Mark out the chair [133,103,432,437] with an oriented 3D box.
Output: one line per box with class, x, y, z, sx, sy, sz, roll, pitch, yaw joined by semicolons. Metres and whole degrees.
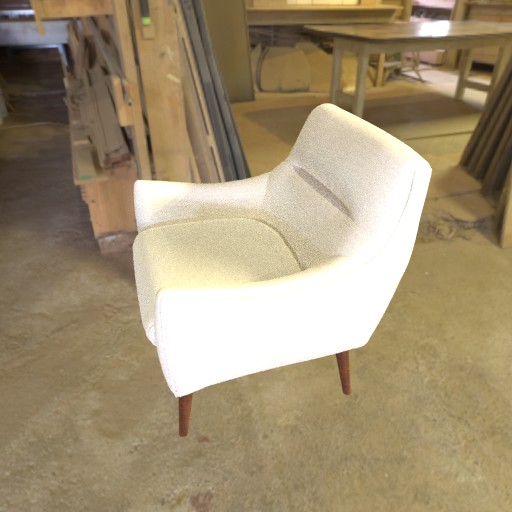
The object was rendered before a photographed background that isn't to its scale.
chair;0.000;0.000;1.474;0.787;0.838;0.762;-9;33;-14
